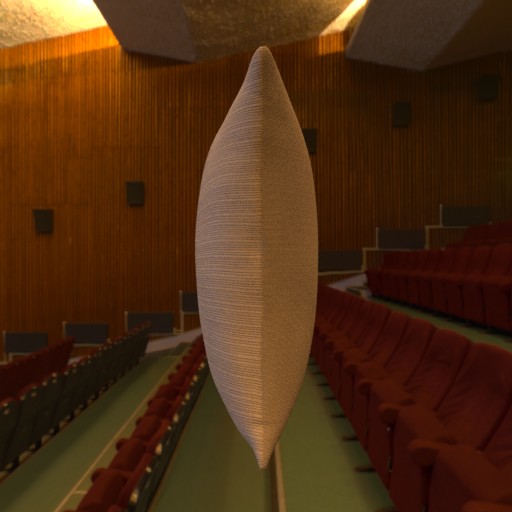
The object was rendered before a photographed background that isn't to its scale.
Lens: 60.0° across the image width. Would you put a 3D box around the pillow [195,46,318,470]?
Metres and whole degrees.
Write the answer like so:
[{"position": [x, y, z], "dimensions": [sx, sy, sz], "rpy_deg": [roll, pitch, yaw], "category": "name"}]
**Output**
[{"position": [0.000, 0.000, 0.768], "dimensions": [0.204, 0.497, 0.512], "rpy_deg": [0, 0, -1], "category": "pillow"}]
